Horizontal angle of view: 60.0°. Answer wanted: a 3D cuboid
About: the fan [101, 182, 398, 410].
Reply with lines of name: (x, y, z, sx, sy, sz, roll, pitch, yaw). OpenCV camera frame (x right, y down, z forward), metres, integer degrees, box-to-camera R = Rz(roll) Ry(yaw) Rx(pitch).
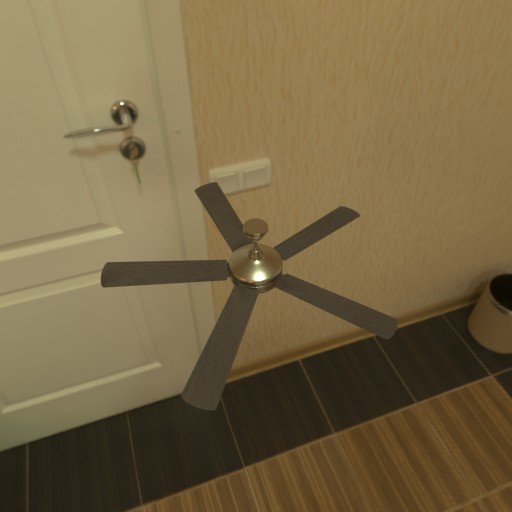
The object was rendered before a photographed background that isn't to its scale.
fan: (0.000, 0.000, 1.994, 1.321, 0.356, 1.321, 32, 53, 28)
